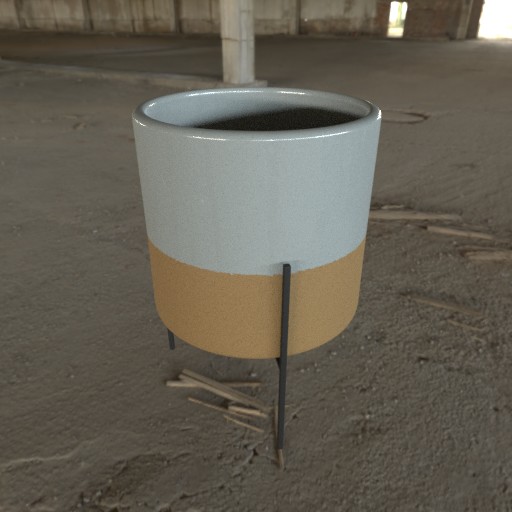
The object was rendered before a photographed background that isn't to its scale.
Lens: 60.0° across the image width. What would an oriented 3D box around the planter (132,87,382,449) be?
[{"bbox_3d":[0.000,0.000,0.654,0.310,0.432,0.310,18,34,29],"label":"planter"}]
